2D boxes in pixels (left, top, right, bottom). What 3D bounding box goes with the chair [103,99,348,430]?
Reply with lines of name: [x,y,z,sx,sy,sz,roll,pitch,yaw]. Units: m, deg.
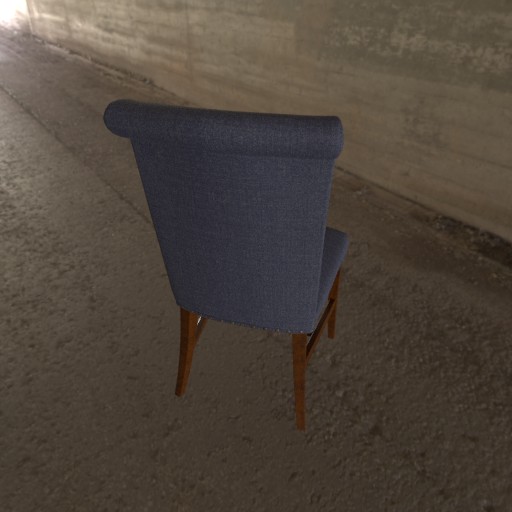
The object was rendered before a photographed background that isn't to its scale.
chair: [0.000,0.000,1.344,0.513,0.988,0.608,10,33,15]
